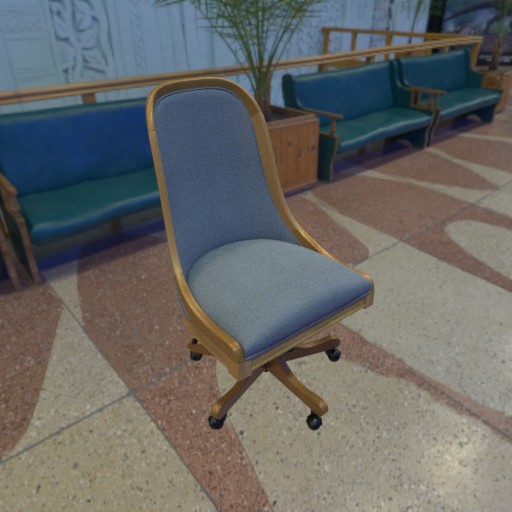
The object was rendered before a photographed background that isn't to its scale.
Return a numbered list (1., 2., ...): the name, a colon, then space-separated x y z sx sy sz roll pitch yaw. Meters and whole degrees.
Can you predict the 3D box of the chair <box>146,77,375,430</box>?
1. chair: 0.000 0.000 1.487 0.605 1.031 0.735 -22 37 -32
